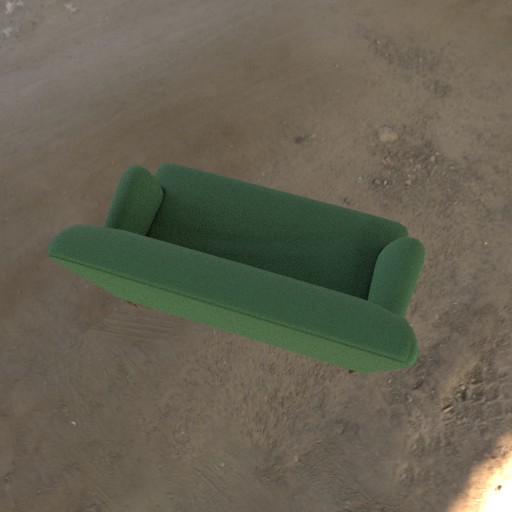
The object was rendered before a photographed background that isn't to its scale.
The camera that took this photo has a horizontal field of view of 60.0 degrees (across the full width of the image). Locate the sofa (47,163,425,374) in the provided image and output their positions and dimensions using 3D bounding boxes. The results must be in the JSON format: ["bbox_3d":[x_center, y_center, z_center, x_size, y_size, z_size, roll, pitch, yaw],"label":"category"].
[{"bbox_3d":[0.000,0.000,1.851,1.297,0.889,0.779,16,65,8],"label":"sofa"}]
